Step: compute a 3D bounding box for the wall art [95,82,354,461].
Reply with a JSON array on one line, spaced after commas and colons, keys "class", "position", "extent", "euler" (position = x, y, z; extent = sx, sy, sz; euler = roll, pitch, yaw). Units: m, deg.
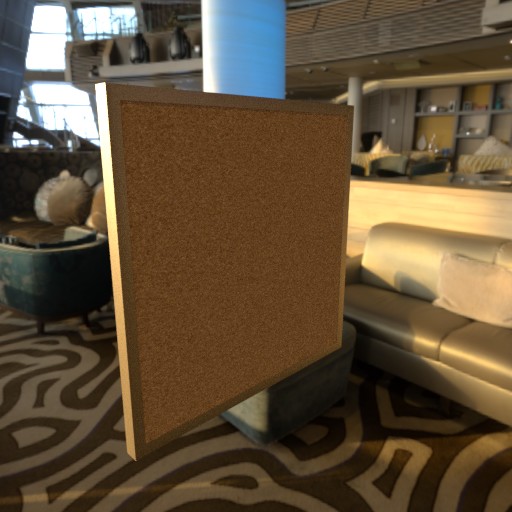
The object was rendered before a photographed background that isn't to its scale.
[{"class": "wall art", "position": [0.000, 0.000, 1.132], "extent": [0.767, 0.765, 0.036], "euler": [-14, 20, -43]}]
